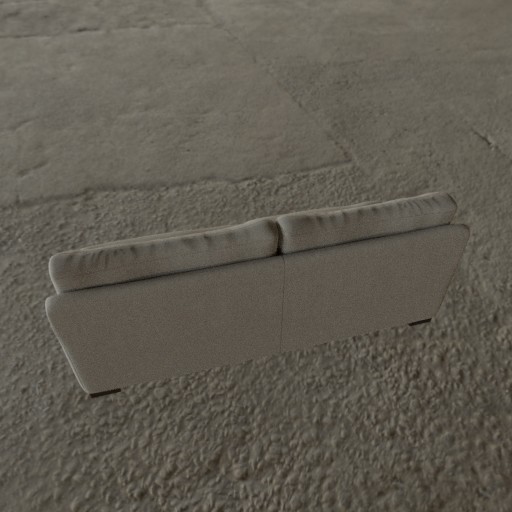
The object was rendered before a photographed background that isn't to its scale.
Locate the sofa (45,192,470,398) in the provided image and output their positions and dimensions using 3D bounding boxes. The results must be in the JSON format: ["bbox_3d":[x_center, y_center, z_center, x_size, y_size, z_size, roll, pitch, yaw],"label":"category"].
[{"bbox_3d":[0.000,0.000,2.872,2.354,0.980,0.962,-10,42,-11],"label":"sofa"}]
